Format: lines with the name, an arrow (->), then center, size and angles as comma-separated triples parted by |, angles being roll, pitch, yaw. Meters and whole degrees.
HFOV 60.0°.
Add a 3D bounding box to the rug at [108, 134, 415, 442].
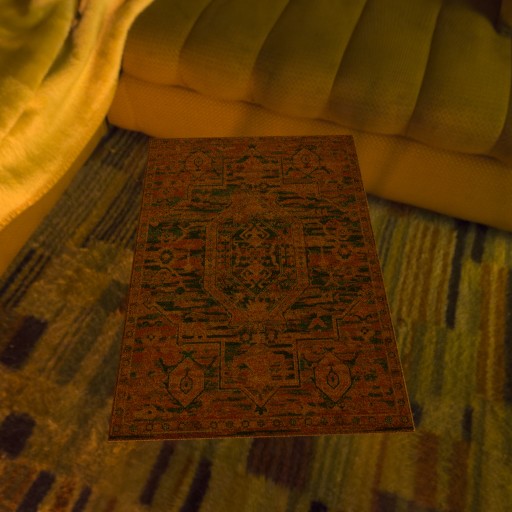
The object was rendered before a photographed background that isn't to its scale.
rug -> 0.000, 0.000, 2.871 | 1.588, 0.024, 2.204 | -1, 58, -1
